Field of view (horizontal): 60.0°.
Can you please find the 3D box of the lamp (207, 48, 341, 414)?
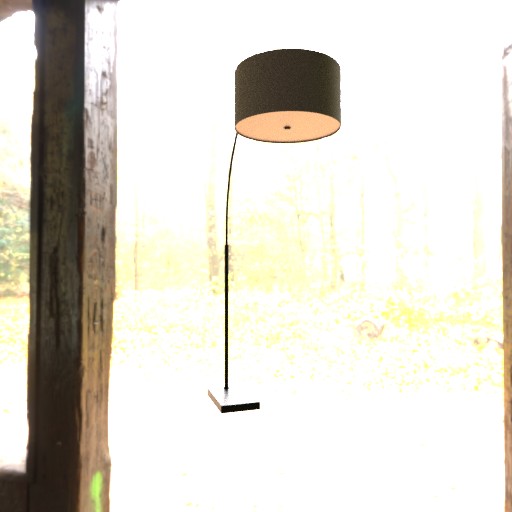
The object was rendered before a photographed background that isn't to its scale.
[{"bbox_3d":[0.000,0.000,2.493,0.493,1.927,1.424,0,-1,-18],"label":"lamp"}]
